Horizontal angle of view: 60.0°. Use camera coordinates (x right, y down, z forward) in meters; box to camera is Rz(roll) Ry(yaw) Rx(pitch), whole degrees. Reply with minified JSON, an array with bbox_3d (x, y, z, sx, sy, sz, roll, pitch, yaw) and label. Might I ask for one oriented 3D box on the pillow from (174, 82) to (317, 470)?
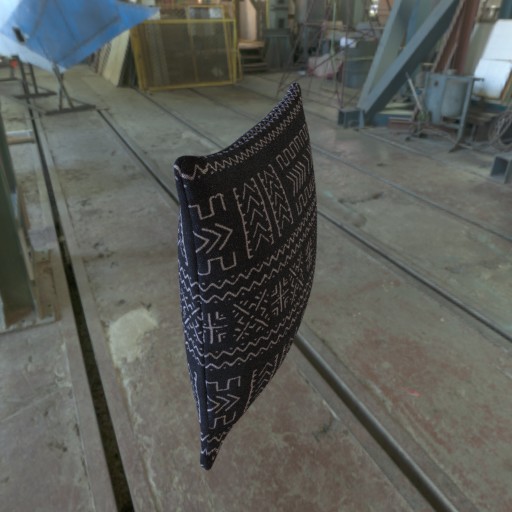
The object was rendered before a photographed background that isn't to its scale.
[{"bbox_3d":[0.000,0.000,0.662,0.164,0.430,0.438,9,31,16],"label":"pillow"}]
